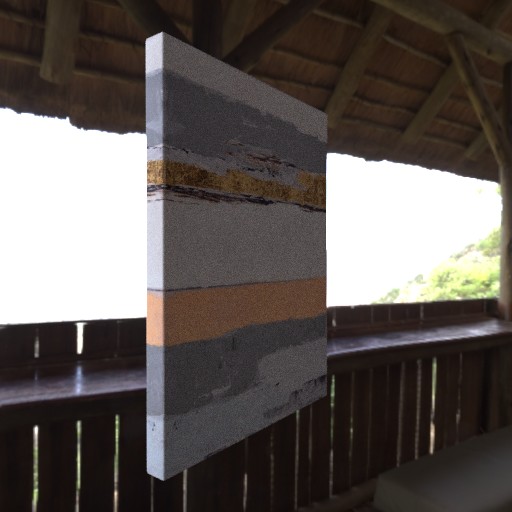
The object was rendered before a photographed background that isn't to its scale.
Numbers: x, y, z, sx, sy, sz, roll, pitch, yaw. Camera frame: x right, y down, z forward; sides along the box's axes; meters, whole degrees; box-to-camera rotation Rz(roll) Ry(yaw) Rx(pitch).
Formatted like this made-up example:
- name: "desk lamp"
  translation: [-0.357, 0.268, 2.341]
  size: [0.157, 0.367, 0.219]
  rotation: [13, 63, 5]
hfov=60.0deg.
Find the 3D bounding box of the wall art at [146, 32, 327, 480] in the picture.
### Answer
- name: "wall art"
  translation: [0.000, 0.000, 0.790]
  size: [0.038, 0.609, 0.456]
  rotation: [1, 1, 38]
